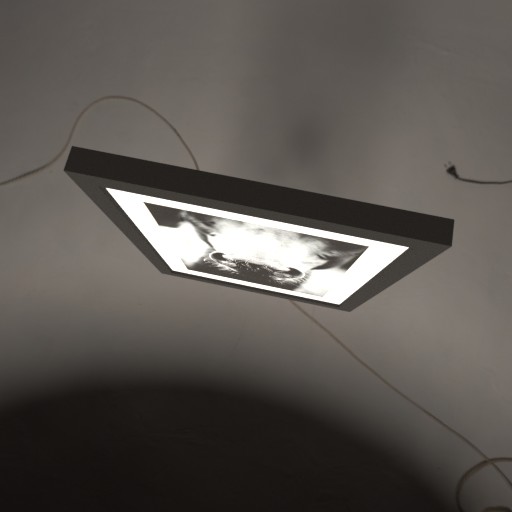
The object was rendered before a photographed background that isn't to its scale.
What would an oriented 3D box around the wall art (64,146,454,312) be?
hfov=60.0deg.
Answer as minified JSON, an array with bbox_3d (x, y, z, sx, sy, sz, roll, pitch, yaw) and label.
[{"bbox_3d":[0.000,0.000,0.566,0.329,0.404,0.024,11,76,3],"label":"wall art"}]
